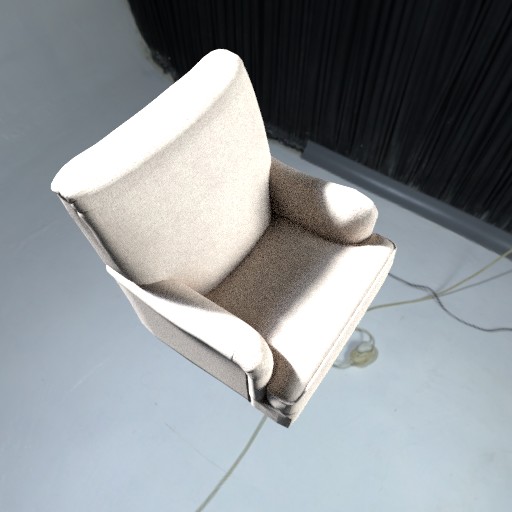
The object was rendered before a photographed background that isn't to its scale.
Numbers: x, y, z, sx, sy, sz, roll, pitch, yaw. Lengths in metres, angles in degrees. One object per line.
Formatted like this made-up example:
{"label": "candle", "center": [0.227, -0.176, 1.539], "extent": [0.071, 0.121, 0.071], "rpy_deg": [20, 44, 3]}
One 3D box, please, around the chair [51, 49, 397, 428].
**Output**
{"label": "chair", "center": [0.000, 0.000, 1.812], "extent": [0.953, 1.119, 0.879], "rpy_deg": [31, 62, 18]}
